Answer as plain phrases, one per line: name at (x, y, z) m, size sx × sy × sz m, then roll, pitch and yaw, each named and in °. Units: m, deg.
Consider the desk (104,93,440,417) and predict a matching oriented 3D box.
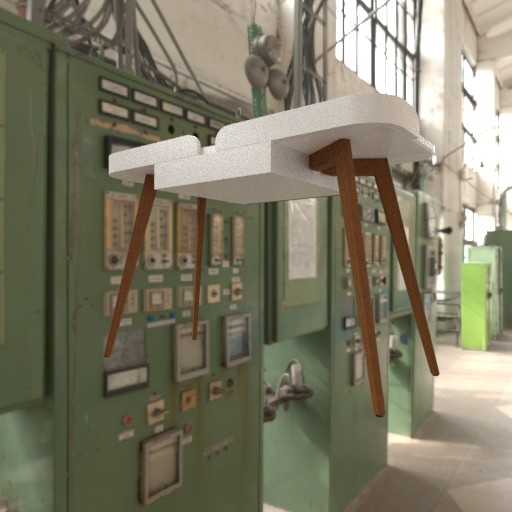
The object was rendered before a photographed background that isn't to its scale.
desk at (0.000, 0.000, 1.640) m, size 1.206 × 0.807 × 0.534 m, roll -1°, pitch -1°, yaw 37°
